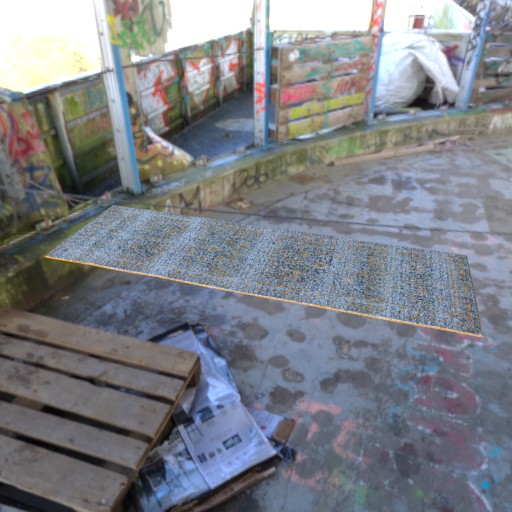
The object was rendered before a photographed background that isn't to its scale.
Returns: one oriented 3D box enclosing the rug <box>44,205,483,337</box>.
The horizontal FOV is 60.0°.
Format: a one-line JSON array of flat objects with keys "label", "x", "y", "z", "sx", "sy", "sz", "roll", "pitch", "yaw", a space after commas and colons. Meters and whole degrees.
[{"label": "rug", "x": 0.000, "y": 0.000, "z": 2.508, "sx": 2.294, "sy": 0.014, "sz": 0.704, "roll": 9, "pitch": 33, "yaw": 14}]
